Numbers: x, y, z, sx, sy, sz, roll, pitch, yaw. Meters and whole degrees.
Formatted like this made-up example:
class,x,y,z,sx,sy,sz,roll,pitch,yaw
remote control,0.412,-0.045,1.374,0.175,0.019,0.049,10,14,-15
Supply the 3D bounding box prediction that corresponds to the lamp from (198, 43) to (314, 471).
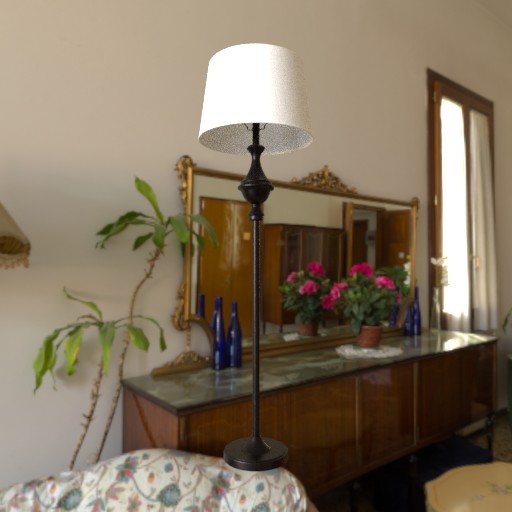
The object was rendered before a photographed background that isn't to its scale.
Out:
class,x,y,z,sx,sy,sz,roll,pitch,yaw
lamp,0.000,0.000,1.658,0.431,1.484,0.431,0,-2,0
